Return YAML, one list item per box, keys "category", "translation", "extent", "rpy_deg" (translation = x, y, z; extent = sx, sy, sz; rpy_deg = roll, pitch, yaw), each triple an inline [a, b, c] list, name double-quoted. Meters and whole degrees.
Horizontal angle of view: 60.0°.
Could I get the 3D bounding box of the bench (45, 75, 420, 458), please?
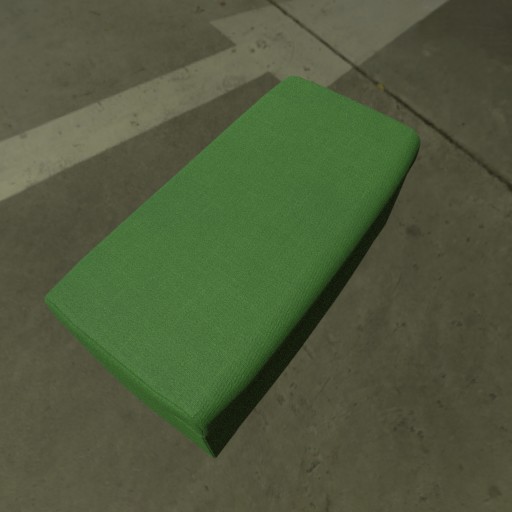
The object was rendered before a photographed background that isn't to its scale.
- category: "bench"
  translation: [0.000, 0.000, 1.290]
  extent: [0.505, 0.501, 0.989]
  rpy_deg: [32, 64, 18]
